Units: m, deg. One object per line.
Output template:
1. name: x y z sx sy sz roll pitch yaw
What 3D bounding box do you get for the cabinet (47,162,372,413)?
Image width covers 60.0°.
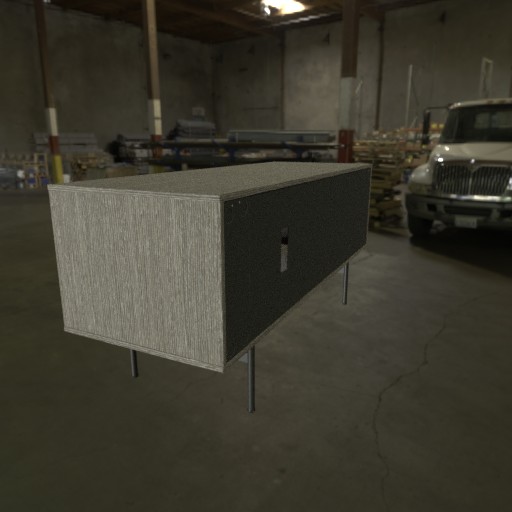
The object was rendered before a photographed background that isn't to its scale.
1. cabinet: 0.000 0.000 1.588 0.500 0.599 1.300 7 16 26
